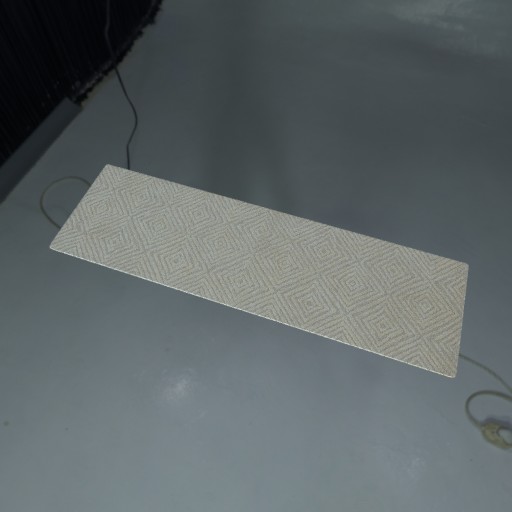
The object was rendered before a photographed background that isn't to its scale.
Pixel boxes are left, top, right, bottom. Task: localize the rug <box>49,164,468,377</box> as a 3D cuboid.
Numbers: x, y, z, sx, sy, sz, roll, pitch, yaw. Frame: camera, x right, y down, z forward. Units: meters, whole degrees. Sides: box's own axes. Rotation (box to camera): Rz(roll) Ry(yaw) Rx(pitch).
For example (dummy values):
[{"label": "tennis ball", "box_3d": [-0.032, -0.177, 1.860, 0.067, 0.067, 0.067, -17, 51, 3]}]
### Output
[{"label": "rug", "box_3d": [0.000, 0.000, 2.503, 2.277, 0.008, 0.676, 17, 60, 10]}]
